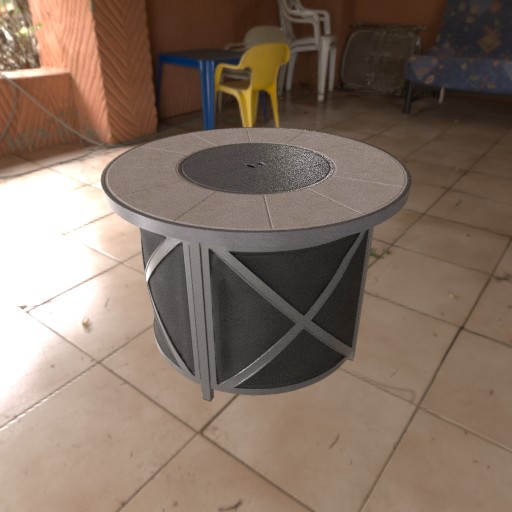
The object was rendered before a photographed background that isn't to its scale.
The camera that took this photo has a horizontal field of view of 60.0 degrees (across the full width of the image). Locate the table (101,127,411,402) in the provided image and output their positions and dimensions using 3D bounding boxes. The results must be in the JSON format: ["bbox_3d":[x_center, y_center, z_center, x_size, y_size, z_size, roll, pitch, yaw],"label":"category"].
[{"bbox_3d":[0.000,0.000,1.525,0.914,0.650,0.914,0,30,0],"label":"table"}]
